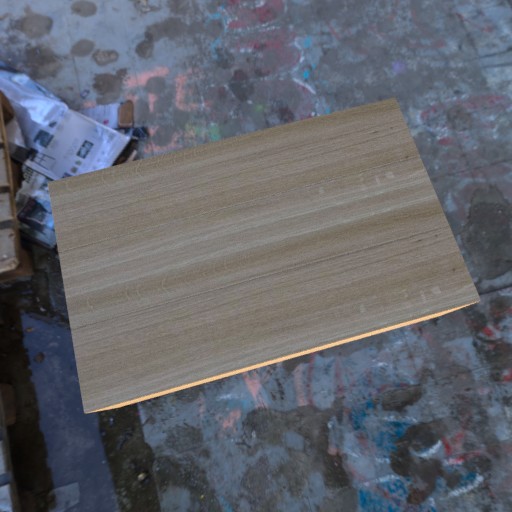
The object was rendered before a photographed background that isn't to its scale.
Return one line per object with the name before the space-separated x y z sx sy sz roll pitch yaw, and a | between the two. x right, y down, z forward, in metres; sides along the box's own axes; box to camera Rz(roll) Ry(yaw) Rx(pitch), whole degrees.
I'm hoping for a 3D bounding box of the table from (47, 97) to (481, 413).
table | 0.000 0.000 1.446 1.110 0.353 0.678 -15 75 -4
